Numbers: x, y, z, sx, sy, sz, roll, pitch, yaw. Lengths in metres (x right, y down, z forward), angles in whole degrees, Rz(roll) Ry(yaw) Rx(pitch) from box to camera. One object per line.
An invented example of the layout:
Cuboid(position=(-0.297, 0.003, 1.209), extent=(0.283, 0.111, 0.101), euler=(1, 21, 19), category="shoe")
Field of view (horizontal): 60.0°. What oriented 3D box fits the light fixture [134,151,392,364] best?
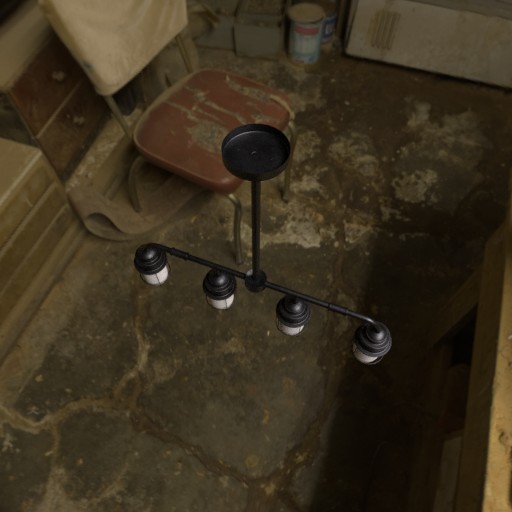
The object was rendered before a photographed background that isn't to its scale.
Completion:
Cuboid(position=(0.000, 0.000, 1.171), extent=(0.852, 0.785, 0.131), euler=(19, 60, 11), category="light fixture")
